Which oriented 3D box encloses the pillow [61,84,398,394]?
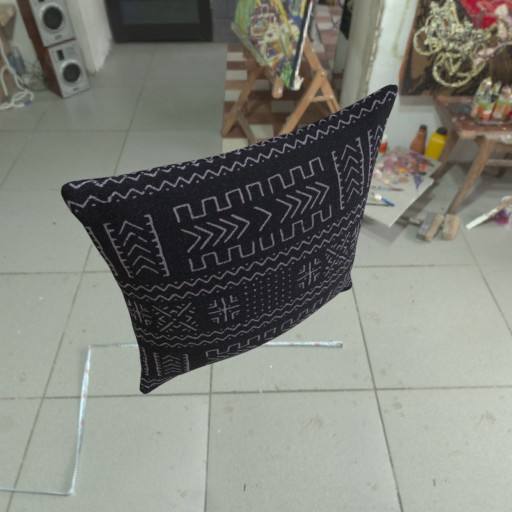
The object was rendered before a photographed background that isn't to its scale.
[{"bbox_3d":[0.000,0.000,0.651,0.438,0.430,0.164,-24,51,-21],"label":"pillow"}]
